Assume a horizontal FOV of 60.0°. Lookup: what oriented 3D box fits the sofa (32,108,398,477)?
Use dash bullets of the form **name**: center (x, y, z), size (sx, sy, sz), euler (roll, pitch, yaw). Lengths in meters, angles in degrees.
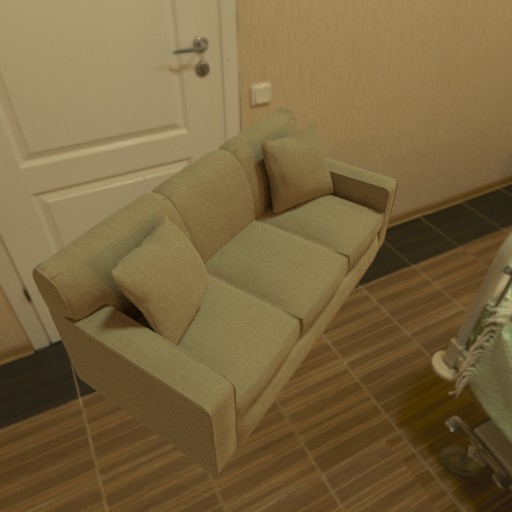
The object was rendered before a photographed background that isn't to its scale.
- **sofa**: center (0.000, 0.000, 2.573), size (0.997, 0.958, 2.024), euler (24, 46, 25)
